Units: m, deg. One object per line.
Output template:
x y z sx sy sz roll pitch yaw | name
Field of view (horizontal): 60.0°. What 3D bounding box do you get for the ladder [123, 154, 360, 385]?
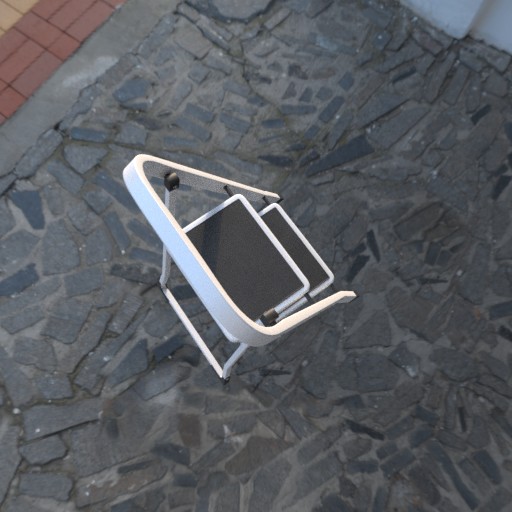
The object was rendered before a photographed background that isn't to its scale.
0.000 0.000 1.128 0.544 0.810 0.460 -34 77 -9 | ladder
